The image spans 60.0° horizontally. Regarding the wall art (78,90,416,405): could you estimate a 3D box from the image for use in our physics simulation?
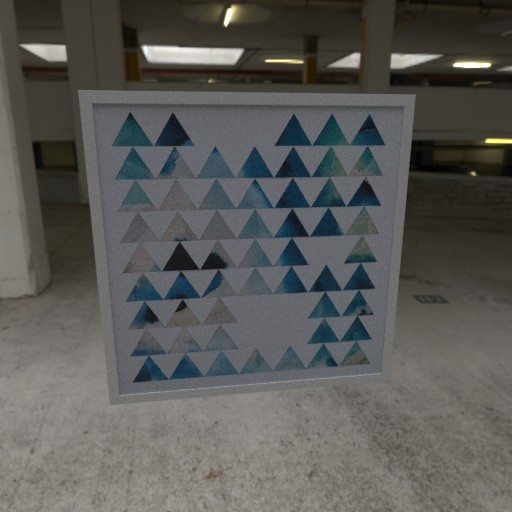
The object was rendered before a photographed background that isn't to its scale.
[{"bbox_3d":[0.000,0.000,0.658,0.456,0.456,0.007,-2,16,-8],"label":"wall art"}]
